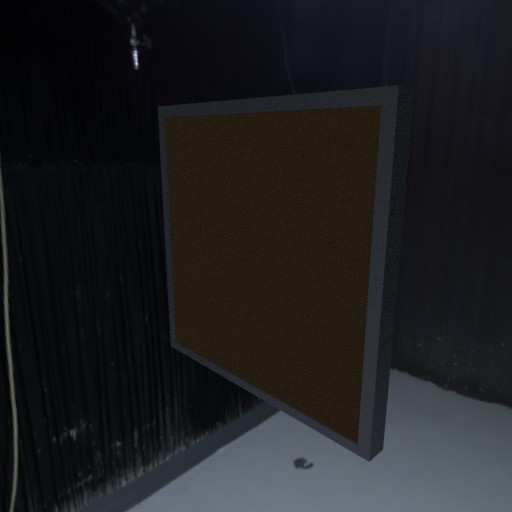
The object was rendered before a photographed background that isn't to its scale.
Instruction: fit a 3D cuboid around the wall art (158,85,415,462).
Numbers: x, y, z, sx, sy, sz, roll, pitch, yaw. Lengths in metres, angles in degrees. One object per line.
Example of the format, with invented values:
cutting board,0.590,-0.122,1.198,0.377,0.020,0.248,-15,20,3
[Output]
wall art,0.000,0.000,0.757,0.038,0.506,0.506,-14,20,-42
